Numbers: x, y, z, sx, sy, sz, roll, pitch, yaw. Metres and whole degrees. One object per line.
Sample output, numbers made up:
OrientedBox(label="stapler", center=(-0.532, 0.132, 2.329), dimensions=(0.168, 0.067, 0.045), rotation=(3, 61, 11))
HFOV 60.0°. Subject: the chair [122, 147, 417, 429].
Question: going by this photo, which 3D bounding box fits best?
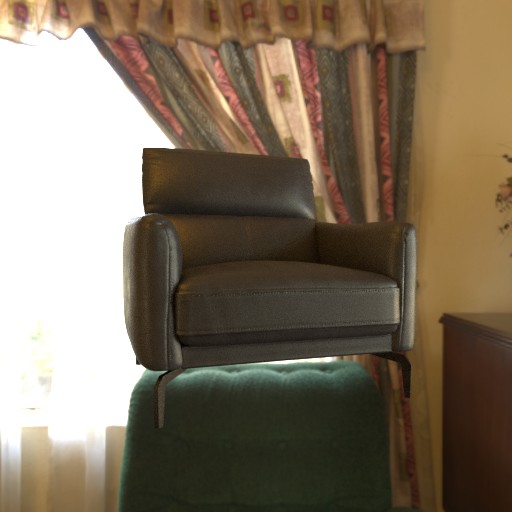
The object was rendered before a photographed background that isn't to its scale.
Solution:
OrientedBox(label="chair", center=(0.000, 0.000, 1.705), dimensions=(0.976, 0.949, 0.809), rotation=(0, 0, -19))
